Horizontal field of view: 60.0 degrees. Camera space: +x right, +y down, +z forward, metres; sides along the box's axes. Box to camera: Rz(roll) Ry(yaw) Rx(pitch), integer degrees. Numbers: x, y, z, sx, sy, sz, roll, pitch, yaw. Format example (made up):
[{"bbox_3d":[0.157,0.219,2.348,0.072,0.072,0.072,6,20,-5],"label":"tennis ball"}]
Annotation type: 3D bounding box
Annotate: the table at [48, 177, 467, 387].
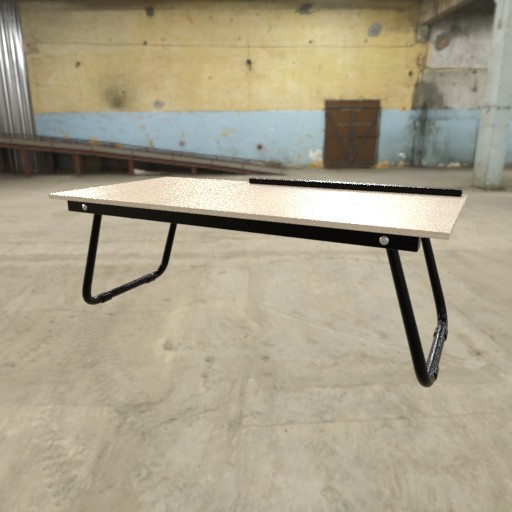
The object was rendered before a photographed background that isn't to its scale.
[{"bbox_3d":[0.000,0.000,0.788,0.644,0.242,0.322,8,18,27],"label":"table"}]
